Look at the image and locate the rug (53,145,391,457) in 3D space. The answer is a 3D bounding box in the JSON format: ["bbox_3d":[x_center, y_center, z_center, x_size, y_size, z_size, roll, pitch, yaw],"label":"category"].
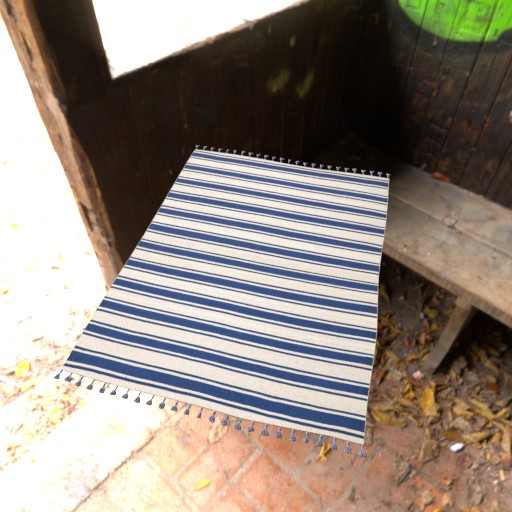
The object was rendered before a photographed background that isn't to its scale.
[{"bbox_3d":[0.000,0.000,4.425,2.471,0.016,3.416,11,48,10],"label":"rug"}]
